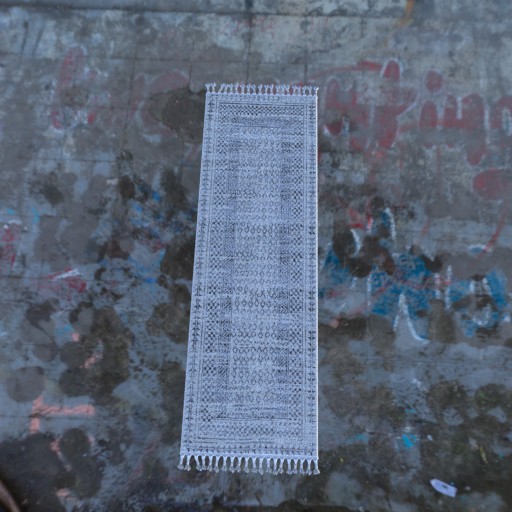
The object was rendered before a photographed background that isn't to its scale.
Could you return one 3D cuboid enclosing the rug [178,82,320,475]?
[{"bbox_3d":[0.000,0.000,2.752,0.786,0.013,2.480,2,75,1],"label":"rug"}]
